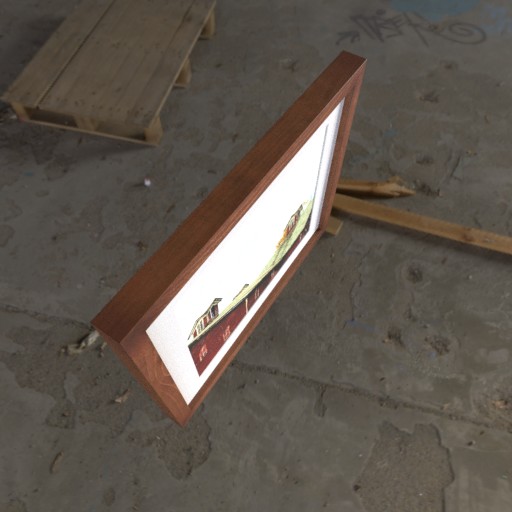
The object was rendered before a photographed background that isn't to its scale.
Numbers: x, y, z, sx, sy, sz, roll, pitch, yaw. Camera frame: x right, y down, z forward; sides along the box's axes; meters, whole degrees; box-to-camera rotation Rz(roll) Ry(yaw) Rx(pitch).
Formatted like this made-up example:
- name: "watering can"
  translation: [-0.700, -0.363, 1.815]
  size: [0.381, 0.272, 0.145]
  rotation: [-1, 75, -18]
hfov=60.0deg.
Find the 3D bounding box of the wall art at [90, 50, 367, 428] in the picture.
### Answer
- name: "wall art"
  translation: [0.000, 0.000, 0.554]
  size: [0.030, 0.328, 0.401]
  rotation: [30, 63, 17]
